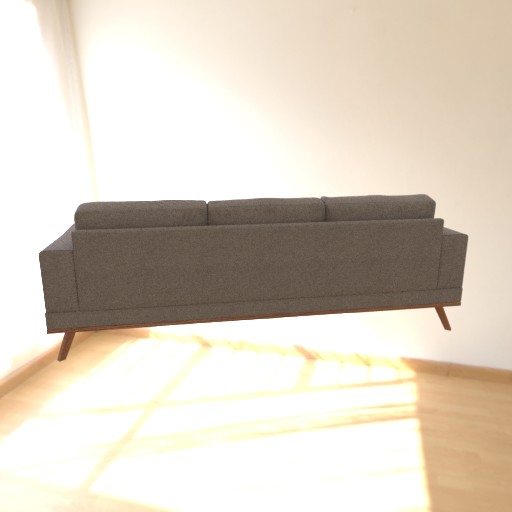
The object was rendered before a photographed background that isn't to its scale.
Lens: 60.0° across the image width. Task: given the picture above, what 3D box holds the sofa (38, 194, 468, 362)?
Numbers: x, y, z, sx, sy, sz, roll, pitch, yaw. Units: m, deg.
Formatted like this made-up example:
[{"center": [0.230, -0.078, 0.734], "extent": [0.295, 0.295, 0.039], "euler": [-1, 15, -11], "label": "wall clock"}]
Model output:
[{"center": [0.000, 0.000, 2.788], "extent": [2.310, 0.810, 0.920], "euler": [-3, 15, -9], "label": "sofa"}]
